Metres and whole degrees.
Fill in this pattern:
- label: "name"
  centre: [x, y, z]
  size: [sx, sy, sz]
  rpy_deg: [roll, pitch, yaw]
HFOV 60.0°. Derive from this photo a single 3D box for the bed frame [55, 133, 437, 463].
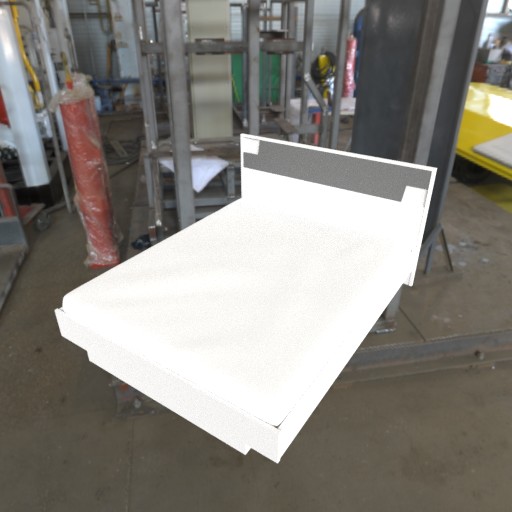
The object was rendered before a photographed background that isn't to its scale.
- label: "bed frame"
  centre: [0.000, 0.000, 3.080]
  size: [1.711, 1.001, 2.100]
  rpy_deg: [19, 35, 29]
